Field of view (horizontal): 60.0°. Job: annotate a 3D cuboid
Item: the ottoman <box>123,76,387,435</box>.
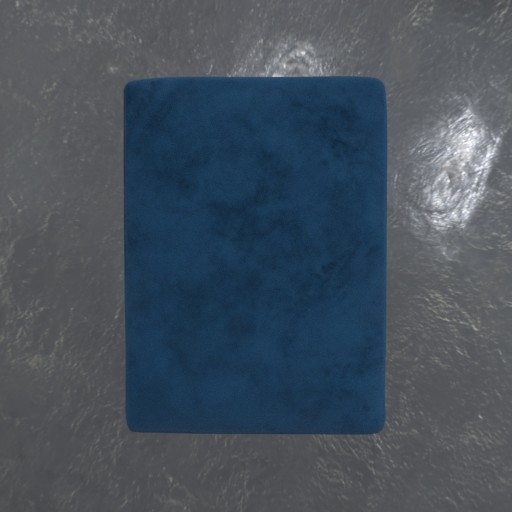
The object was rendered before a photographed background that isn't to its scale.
[{"bbox_3d":[0.000,0.000,1.134,0.572,0.503,0.773,0,91,0],"label":"ottoman"}]
